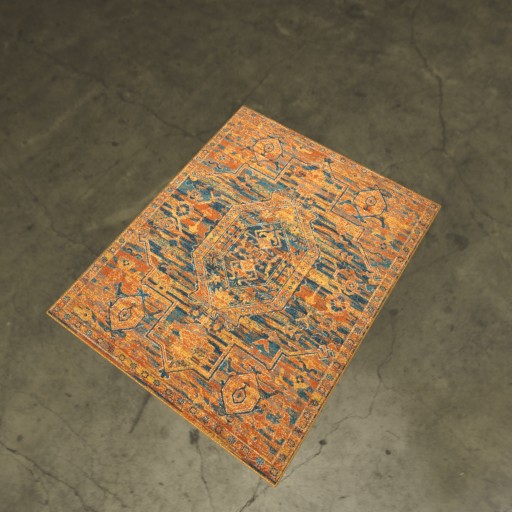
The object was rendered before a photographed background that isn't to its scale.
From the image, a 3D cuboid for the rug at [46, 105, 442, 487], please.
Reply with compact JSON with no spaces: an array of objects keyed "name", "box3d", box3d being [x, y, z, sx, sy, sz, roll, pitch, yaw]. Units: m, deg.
[{"name":"rug","box3d":[0.000,0.000,4.183,2.435,0.031,3.040,31,67,15]}]
